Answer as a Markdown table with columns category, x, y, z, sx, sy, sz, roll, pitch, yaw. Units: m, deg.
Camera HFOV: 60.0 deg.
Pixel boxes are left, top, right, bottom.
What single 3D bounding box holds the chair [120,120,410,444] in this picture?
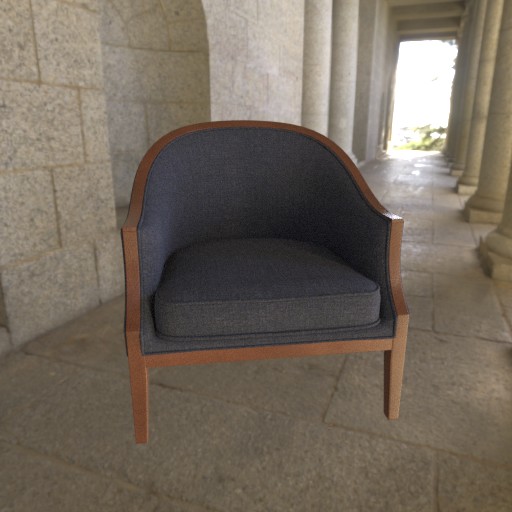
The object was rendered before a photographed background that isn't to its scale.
| category | x | y | z | sx | sy | sz | roll | pitch | yaw |
| --- | --- | --- | --- | --- | --- | --- | --- | --- | --- |
| chair | 0.000 | 0.000 | 1.483 | 0.803 | 0.876 | 0.735 | -2 | 17 | -8 |
